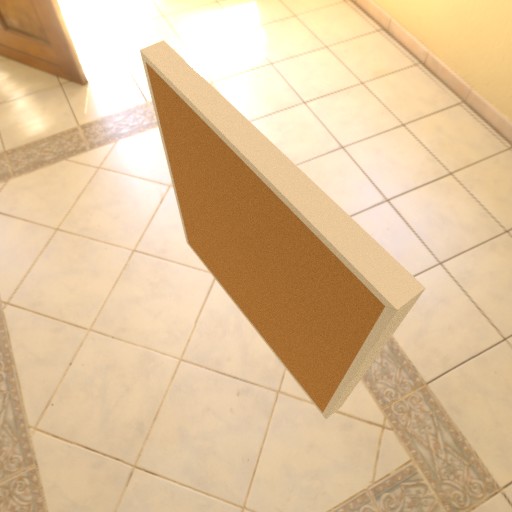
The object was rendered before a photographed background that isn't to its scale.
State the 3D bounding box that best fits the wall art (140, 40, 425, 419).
[{"bbox_3d":[0.000,0.000,0.451,0.024,0.304,0.304,-32,64,-18],"label":"wall art"}]
